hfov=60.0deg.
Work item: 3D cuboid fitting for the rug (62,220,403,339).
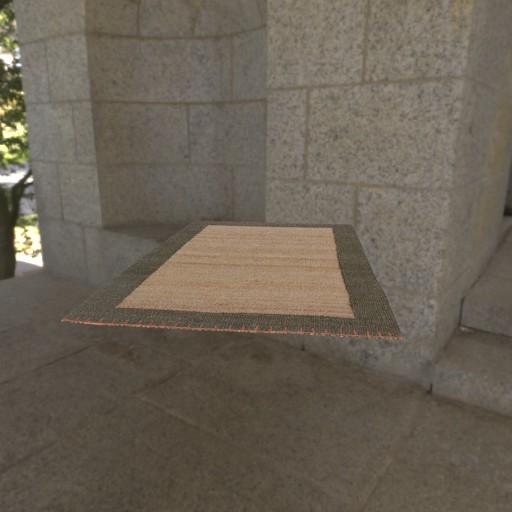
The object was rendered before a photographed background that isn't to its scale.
[{"bbox_3d":[0.000,0.000,3.037,1.521,0.006,2.435,2,15,7],"label":"rug"}]
